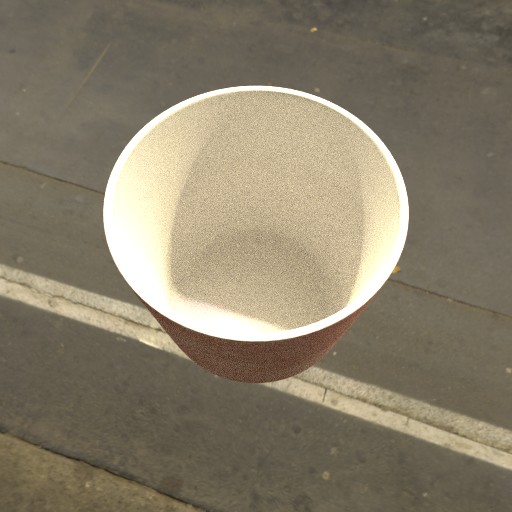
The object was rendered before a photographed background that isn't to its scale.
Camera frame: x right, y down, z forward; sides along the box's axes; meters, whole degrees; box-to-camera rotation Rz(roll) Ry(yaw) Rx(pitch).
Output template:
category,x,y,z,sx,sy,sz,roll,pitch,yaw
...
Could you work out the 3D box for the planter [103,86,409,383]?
category,x,y,z,sx,sy,sz,roll,pitch,yaw
planter,0.000,0.000,0.821,0.440,0.398,0.440,0,63,0
